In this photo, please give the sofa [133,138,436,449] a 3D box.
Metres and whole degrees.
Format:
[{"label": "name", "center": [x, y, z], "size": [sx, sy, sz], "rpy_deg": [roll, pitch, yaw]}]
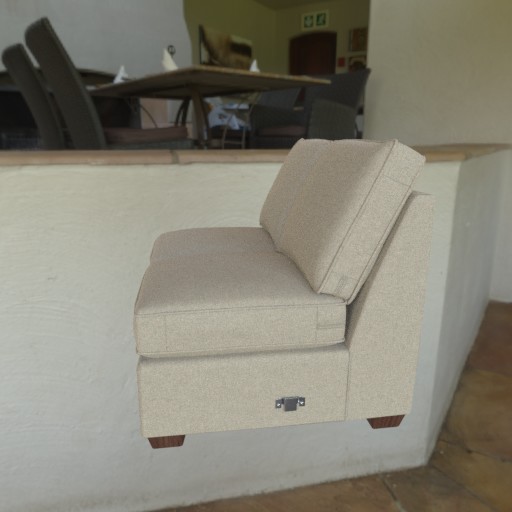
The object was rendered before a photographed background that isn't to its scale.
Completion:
[{"label": "sofa", "center": [0.000, 0.000, 1.965], "size": [0.951, 1.008, 1.237], "rpy_deg": [-2, 15, -8]}]
